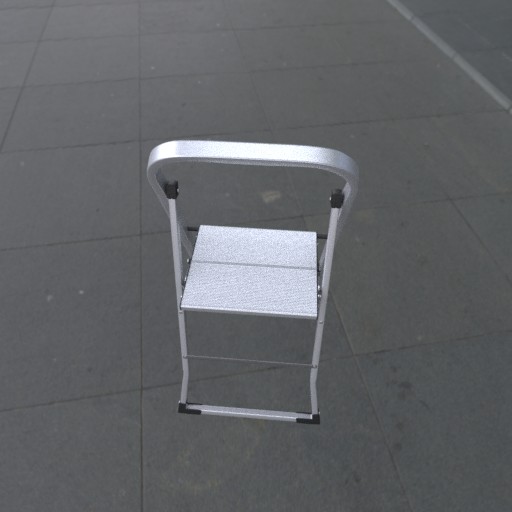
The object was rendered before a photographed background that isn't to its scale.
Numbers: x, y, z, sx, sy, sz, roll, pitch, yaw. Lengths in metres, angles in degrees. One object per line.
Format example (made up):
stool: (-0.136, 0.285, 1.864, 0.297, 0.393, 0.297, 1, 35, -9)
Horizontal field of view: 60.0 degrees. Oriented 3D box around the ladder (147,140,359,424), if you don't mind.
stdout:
ladder: (0.000, 0.000, 1.155, 0.465, 0.830, 0.530, 4, 48, 3)
